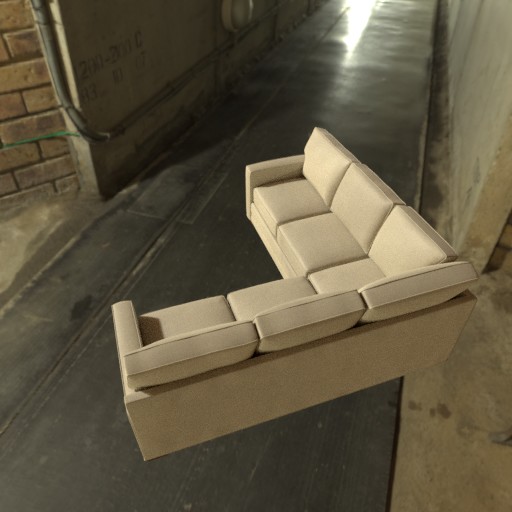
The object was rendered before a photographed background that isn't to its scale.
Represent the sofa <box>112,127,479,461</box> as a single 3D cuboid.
[{"bbox_3d":[0.000,0.000,3.417,2.189,0.939,2.182,-13,43,-14],"label":"sofa"}]
